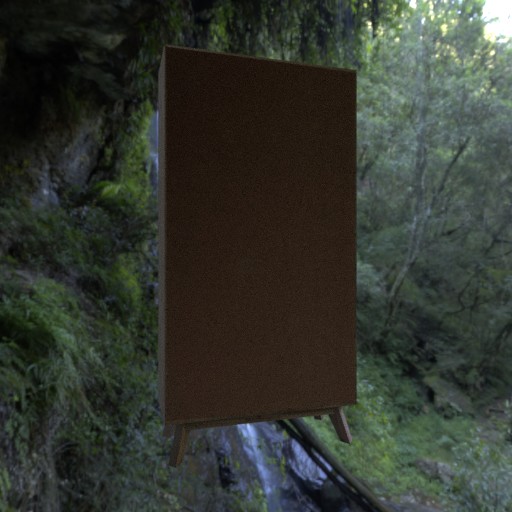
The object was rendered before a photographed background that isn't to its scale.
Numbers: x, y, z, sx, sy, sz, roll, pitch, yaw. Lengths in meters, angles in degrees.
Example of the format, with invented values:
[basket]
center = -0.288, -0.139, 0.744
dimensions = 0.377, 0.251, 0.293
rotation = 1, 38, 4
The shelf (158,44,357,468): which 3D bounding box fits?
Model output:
[shelf]
center = 0.000, 0.000, 1.781
dimensions = 0.748, 1.471, 0.308
rotation = 0, 0, -17
